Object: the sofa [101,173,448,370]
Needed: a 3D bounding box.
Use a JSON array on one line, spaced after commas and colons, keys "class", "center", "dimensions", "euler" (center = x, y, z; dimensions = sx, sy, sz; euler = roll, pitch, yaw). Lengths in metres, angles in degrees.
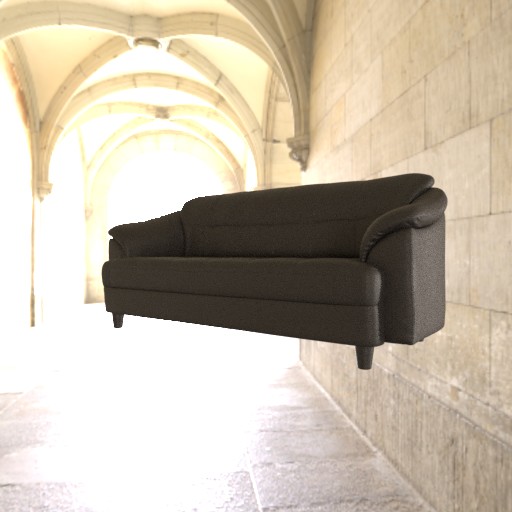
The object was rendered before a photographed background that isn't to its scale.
[{"class": "sofa", "center": [0.000, 0.000, 2.302], "dimensions": [1.829, 0.811, 0.800], "euler": [0, 0, 37]}]
